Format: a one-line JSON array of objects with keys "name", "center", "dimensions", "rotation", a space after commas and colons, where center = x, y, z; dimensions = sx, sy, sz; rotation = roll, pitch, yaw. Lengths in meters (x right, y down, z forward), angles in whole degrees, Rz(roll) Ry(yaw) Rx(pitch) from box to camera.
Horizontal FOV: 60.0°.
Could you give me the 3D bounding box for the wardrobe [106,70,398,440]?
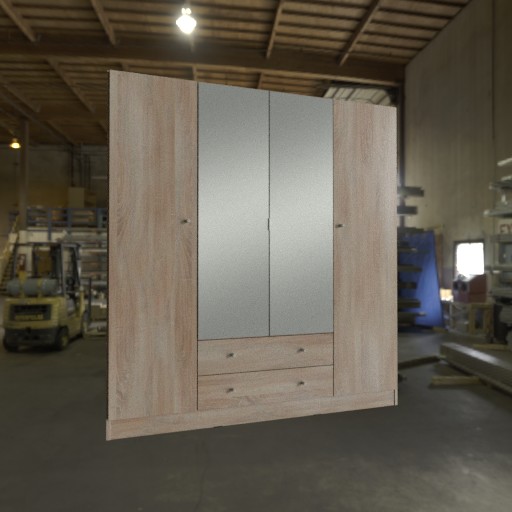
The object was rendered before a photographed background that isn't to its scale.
[{"name": "wardrobe", "center": [0.000, 0.000, 3.130], "dimensions": [1.998, 2.159, 0.598], "rotation": [0, -1, -19]}]
